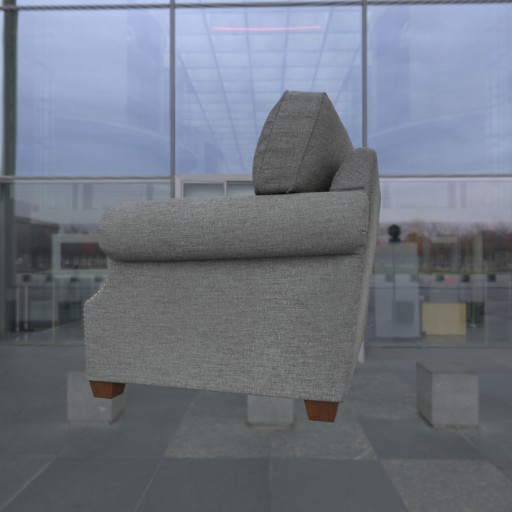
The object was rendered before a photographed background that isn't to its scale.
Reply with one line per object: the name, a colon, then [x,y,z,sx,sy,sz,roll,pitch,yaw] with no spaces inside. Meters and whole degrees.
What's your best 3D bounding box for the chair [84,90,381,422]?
chair: [0.000,0.000,1.797,0.965,0.961,1.092,0,0,17]
